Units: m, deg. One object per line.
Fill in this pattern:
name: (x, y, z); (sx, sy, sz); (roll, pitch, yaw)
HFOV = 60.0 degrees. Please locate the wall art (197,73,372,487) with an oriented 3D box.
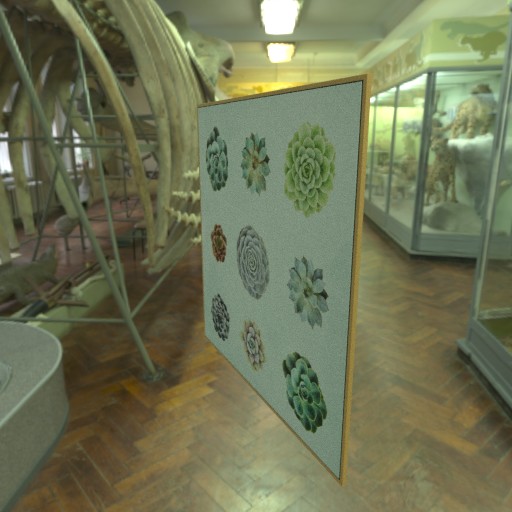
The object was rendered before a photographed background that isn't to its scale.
wall art: (0.000, 0.000, 1.394); (0.013, 0.959, 0.962); (-8, 17, -26)
